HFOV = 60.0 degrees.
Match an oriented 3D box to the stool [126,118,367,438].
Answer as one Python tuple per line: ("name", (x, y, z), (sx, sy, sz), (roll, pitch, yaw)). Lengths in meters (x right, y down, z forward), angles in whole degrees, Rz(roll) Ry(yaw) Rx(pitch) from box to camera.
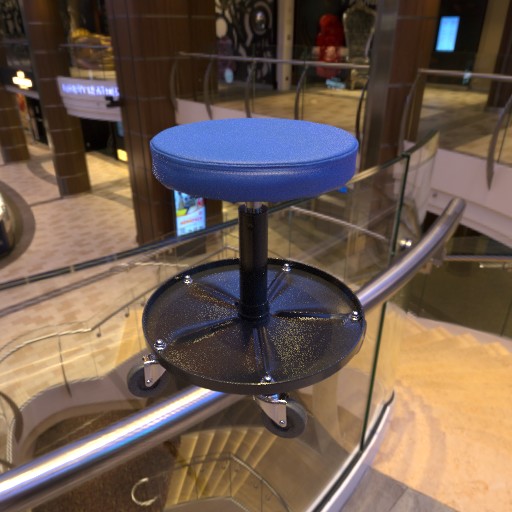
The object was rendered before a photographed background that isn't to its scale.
("stool", (0.000, 0.000, 0.674), (0.381, 0.365, 0.382), (0, 27, 0))
